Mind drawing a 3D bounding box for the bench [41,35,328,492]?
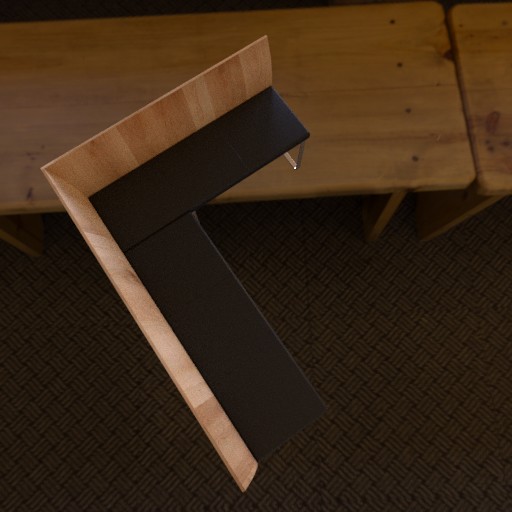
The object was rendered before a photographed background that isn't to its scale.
[{"bbox_3d":[0.000,0.000,2.759,1.495,0.930,1.945,-34,78,-8],"label":"bench"}]
